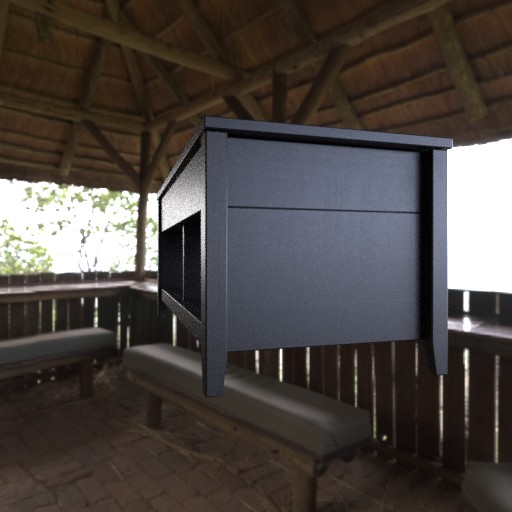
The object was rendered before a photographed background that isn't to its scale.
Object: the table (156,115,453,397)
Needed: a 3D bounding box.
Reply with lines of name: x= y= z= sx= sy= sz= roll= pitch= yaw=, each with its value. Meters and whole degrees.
table: x=0.000 y=0.000 z=1.268 sx=0.483 sy=0.457 sz=1.016 roll=0 pitch=0 yaw=-17
